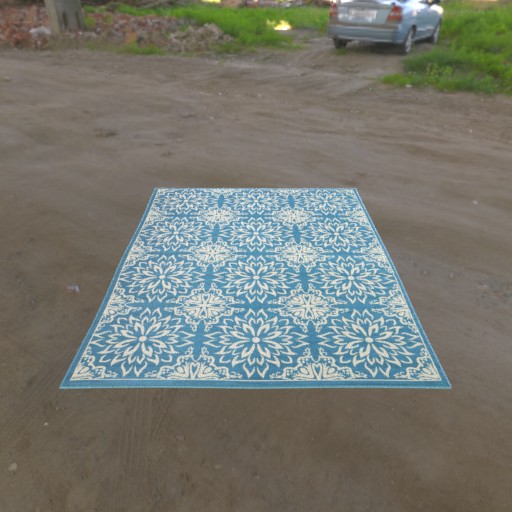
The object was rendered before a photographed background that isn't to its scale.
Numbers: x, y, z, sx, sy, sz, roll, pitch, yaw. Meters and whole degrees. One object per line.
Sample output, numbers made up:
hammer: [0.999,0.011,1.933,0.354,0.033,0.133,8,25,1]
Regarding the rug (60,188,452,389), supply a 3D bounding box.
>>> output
rug: [0.000,0.000,3.903,2.350,0.018,2.964,0,32,0]
